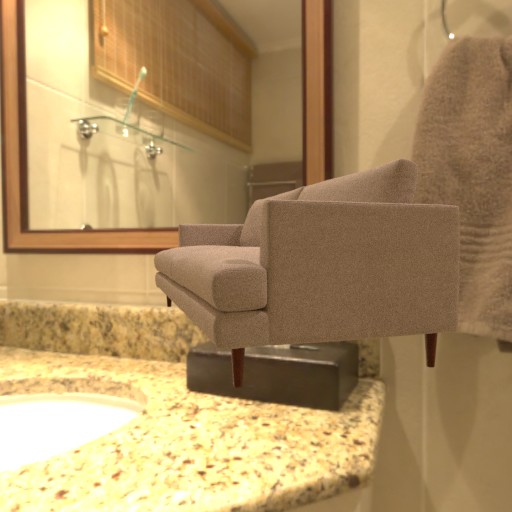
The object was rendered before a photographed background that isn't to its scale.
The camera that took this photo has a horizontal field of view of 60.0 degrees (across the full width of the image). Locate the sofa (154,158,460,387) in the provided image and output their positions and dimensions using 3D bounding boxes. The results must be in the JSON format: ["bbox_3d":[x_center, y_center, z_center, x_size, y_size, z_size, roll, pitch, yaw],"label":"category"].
[{"bbox_3d":[0.000,0.000,2.682,1.020,0.868,2.250,-1,2,-18],"label":"sofa"}]
